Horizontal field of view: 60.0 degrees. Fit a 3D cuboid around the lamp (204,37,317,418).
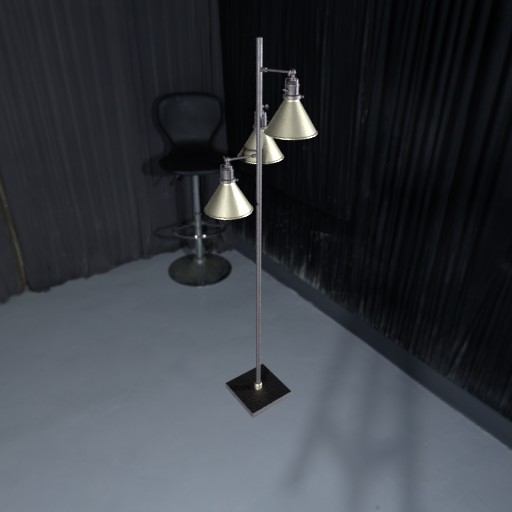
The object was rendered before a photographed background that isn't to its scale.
[{"bbox_3d":[0.000,0.000,1.936,0.415,1.716,0.428,-20,36,-31],"label":"lamp"}]
